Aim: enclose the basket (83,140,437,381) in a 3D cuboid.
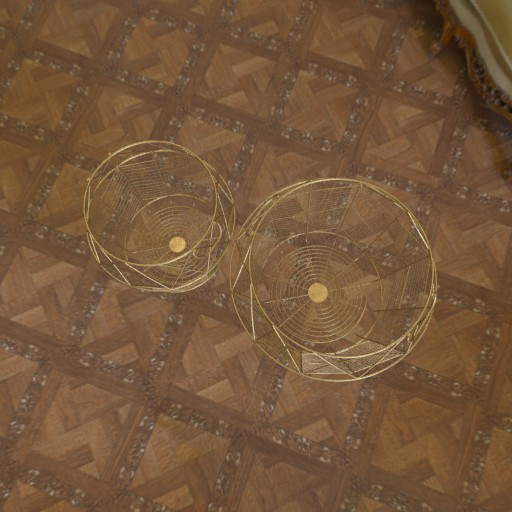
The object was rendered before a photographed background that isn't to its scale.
[{"bbox_3d":[0.000,0.000,1.049,0.805,0.343,0.451,19,76,5],"label":"basket"}]
